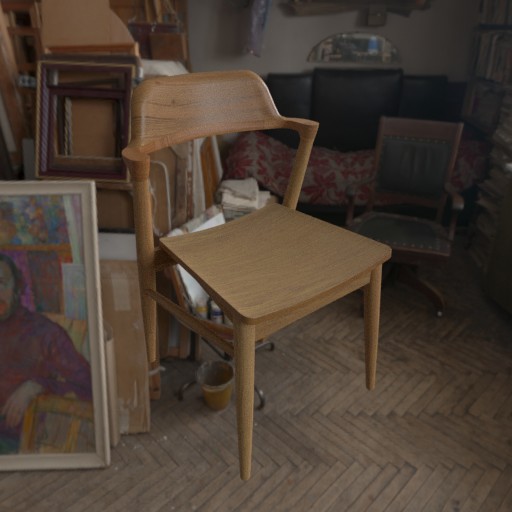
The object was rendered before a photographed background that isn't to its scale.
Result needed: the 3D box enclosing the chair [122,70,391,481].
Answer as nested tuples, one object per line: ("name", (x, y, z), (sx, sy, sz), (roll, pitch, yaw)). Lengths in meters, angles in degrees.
("chair", (0.000, 0.000, 1.091), (0.512, 0.792, 0.499), (-21, 36, -32))
